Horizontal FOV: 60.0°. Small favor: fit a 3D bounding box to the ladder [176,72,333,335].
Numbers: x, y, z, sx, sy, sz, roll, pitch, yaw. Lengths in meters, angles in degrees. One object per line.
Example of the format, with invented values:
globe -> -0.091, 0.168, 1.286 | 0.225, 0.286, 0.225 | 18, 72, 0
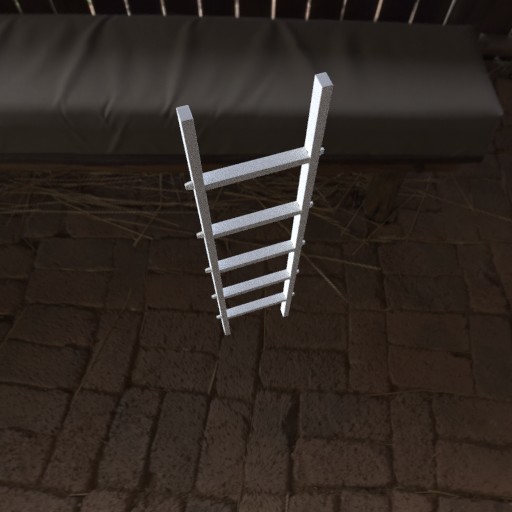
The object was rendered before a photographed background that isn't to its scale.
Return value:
ladder -> 0.000, 0.000, 1.924 | 0.452, 1.797, 0.051 | -16, 64, -8
